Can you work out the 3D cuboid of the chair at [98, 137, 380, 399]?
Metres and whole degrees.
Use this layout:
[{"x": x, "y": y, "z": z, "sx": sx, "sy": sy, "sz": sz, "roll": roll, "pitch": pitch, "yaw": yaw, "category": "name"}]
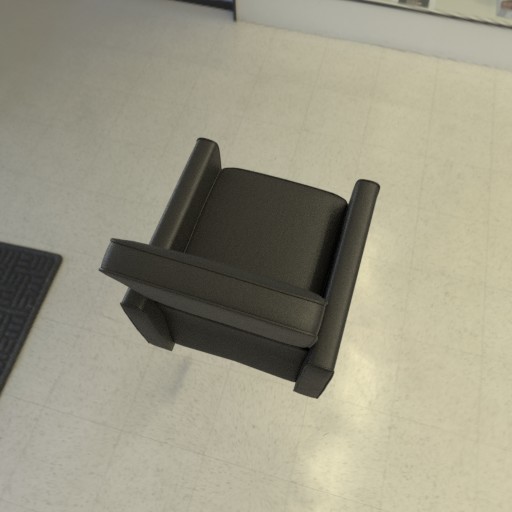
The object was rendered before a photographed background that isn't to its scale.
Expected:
[{"x": 0.000, "y": 0.000, "z": 1.532, "sx": 0.705, "sy": 1.013, "sz": 0.746, "roll": 16, "pitch": 64, "yaw": 8, "category": "chair"}]
